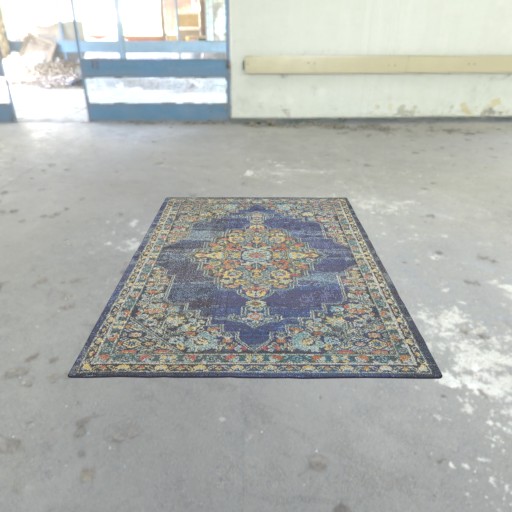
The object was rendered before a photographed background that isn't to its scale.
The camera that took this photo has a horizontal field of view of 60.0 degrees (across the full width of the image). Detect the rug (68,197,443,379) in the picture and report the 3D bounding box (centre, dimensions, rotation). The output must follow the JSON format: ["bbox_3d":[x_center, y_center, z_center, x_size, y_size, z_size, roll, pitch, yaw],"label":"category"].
[{"bbox_3d":[0.000,0.000,3.708,2.053,0.011,2.940,0,27,0],"label":"rug"}]
